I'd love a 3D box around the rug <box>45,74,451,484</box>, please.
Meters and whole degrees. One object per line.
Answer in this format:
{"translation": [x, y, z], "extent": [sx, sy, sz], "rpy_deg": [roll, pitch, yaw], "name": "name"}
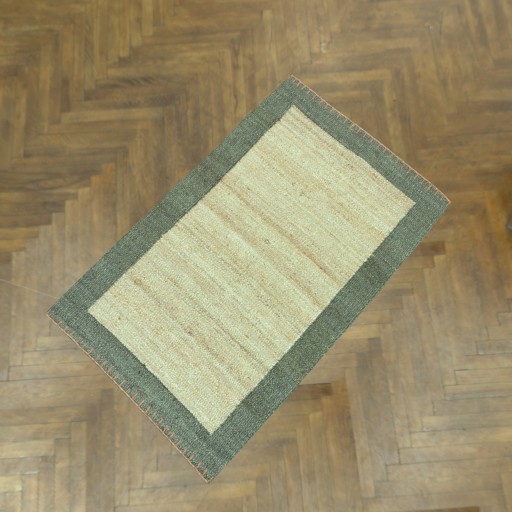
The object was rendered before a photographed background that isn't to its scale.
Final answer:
{"translation": [0.000, 0.000, 2.970], "extent": [1.521, 0.006, 2.435], "rpy_deg": [42, 80, 9], "name": "rug"}
